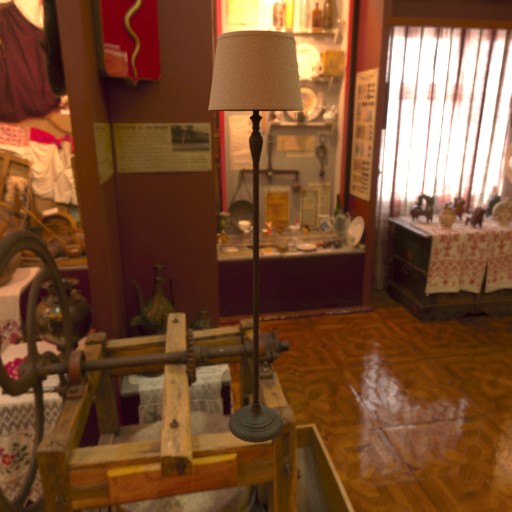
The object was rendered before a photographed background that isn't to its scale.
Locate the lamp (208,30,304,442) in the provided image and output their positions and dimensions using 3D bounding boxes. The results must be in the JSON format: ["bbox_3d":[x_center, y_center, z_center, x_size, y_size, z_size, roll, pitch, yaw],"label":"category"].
[{"bbox_3d":[0.000,0.000,1.682,0.327,1.506,0.327,-3,17,-8],"label":"lamp"}]
